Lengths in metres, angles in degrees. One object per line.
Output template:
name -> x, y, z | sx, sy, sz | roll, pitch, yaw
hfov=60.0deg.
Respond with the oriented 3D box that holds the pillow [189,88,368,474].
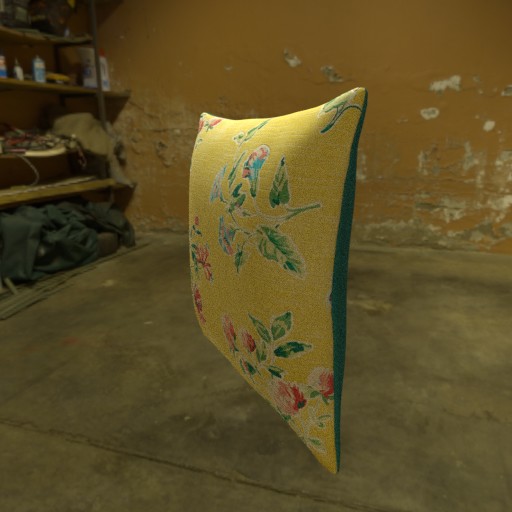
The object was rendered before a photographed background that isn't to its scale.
pillow -> 0.000, 0.000, 0.778 | 0.166, 0.508, 0.525 | -7, 16, -26
